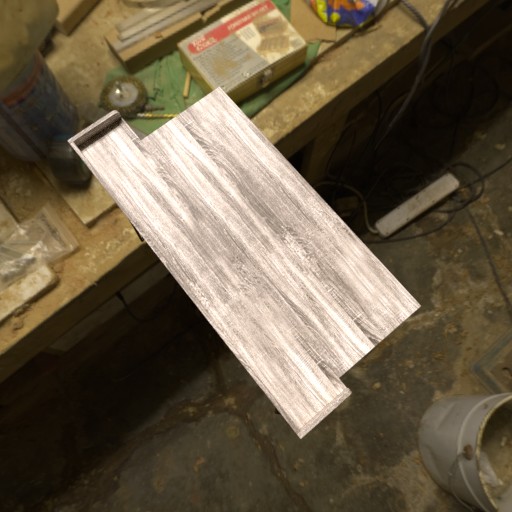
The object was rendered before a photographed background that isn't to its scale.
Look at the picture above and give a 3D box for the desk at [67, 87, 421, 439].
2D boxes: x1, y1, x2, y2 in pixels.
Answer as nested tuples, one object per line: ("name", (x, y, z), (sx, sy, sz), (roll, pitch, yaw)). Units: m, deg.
("desk", (0.000, 0.000, 1.641), (0.605, 0.899, 1.135), (-38, 78, -10))
